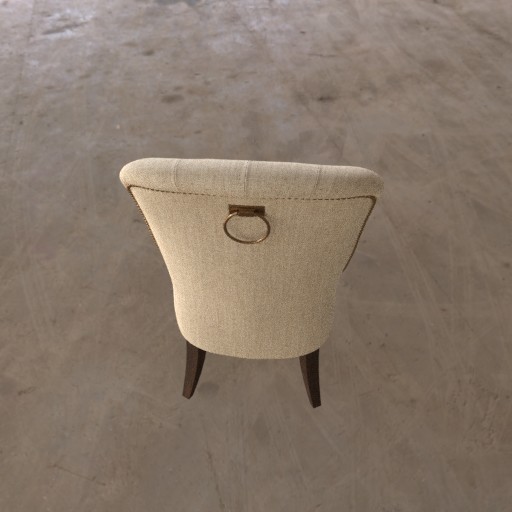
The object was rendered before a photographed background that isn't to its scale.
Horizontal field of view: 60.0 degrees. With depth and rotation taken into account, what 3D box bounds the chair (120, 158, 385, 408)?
[{"bbox_3d":[0.000,0.000,1.494,0.634,1.091,0.629,3,47,3],"label":"chair"}]
